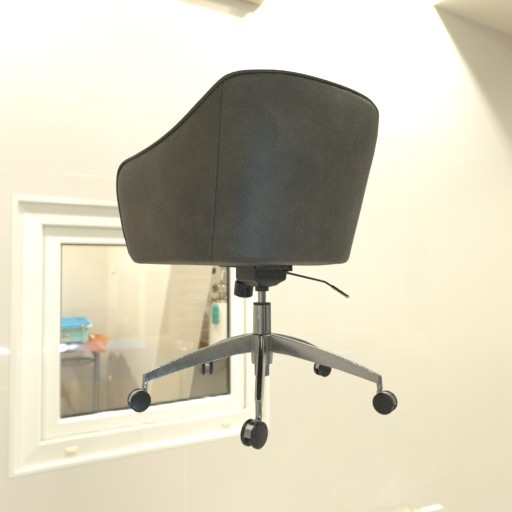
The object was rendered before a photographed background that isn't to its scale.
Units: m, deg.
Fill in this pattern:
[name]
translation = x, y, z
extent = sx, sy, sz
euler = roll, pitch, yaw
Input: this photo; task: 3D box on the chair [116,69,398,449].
[chair]
translation = 0.000, 0.000, 1.313
extent = 0.713, 0.827, 0.689
euler = 1, -2, -35
